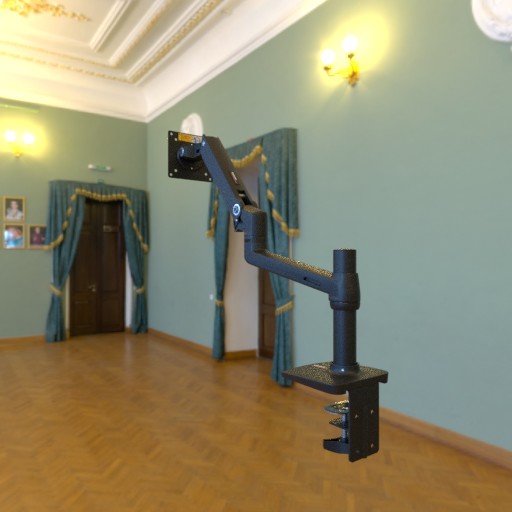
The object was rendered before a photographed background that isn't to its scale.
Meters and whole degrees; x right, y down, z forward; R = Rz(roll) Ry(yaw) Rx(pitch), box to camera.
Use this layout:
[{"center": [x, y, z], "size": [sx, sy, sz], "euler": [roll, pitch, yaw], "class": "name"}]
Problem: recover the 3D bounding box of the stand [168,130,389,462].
[{"center": [0.000, 0.000, 1.032], "size": [0.152, 0.713, 0.650], "euler": [0, 0, -36], "class": "stand"}]
